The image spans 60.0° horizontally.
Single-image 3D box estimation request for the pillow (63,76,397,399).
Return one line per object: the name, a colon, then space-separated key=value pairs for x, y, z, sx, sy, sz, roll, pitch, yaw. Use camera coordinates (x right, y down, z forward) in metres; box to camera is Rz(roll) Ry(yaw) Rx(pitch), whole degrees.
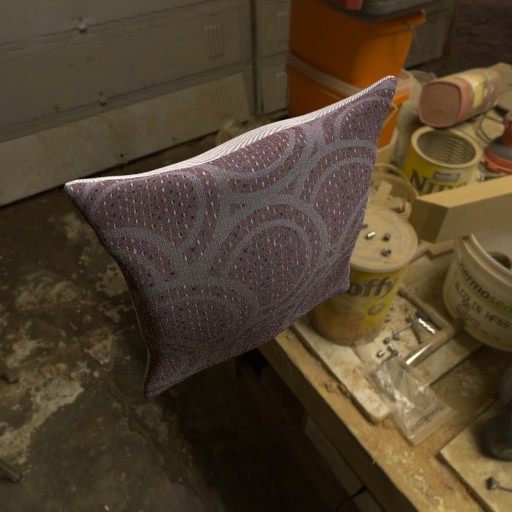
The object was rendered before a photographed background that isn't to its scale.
pillow: x=0.000 y=0.000 z=0.772 sx=0.514 sy=0.513 sz=0.163 roll=-25 pitch=51 yaw=-22
